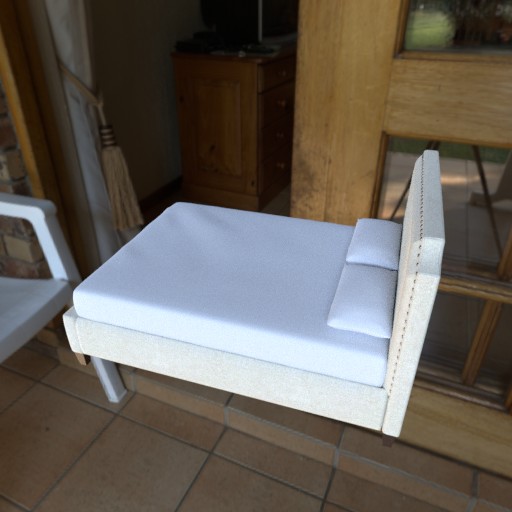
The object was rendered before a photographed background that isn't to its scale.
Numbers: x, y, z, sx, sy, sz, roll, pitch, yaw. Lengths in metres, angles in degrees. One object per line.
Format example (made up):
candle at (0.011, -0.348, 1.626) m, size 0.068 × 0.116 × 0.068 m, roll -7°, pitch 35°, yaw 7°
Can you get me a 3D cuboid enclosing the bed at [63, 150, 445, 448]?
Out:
bed at (0.000, 0.000, 3.392) m, size 2.381 × 1.457 × 1.713 m, roll 10°, pitch 32°, yaw 16°
